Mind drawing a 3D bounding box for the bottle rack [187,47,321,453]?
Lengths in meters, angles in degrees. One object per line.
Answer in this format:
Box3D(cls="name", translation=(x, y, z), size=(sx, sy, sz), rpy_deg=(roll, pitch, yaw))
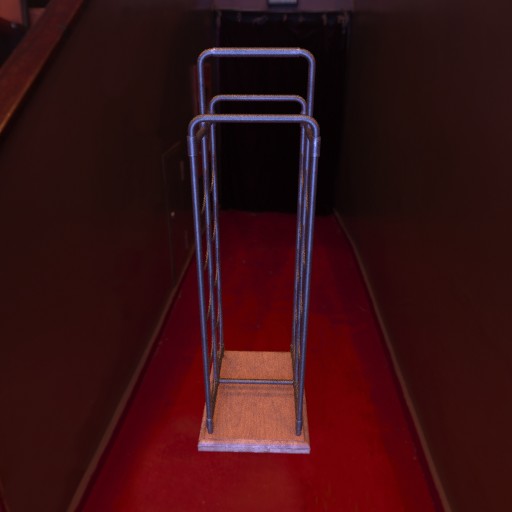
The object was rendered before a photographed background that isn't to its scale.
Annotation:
Box3D(cls="bottle rack", translation=(0.000, 0.000, 0.799), size=(0.208, 0.680, 0.276), rpy_deg=(1, 26, 2))
